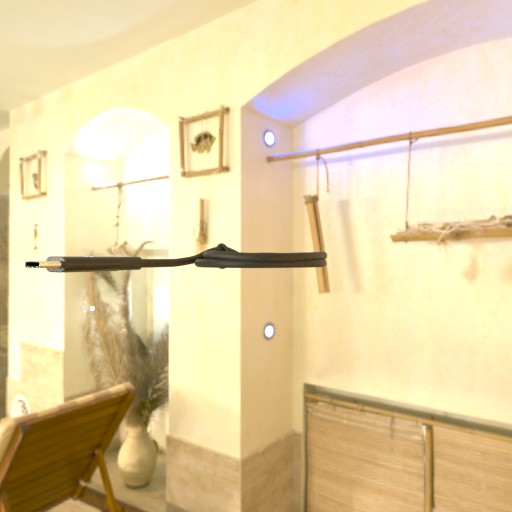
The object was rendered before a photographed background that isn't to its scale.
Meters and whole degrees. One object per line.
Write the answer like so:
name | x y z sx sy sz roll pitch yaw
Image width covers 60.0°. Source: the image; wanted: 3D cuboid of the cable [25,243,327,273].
cable | 0.000 0.000 0.229 0.070 0.014 0.203 0 0 36
